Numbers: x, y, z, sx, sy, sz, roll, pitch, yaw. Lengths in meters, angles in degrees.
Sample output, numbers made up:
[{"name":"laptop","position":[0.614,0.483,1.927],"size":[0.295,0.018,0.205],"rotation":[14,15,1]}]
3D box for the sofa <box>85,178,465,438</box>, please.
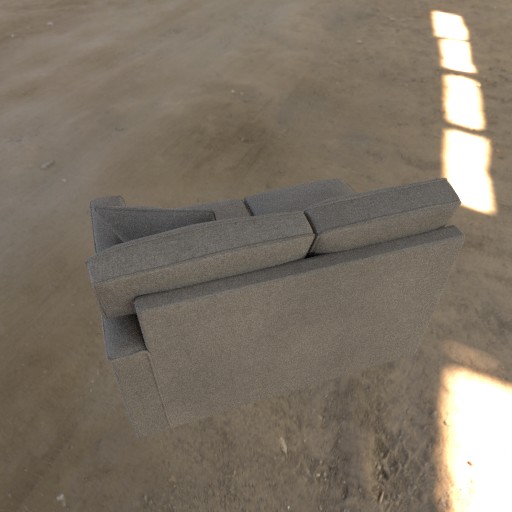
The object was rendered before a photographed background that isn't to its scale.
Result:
[{"name":"sofa","position":[0.000,0.000,2.068],"size":[1.388,0.989,0.991],"rotation":[-12,44,-13]}]
